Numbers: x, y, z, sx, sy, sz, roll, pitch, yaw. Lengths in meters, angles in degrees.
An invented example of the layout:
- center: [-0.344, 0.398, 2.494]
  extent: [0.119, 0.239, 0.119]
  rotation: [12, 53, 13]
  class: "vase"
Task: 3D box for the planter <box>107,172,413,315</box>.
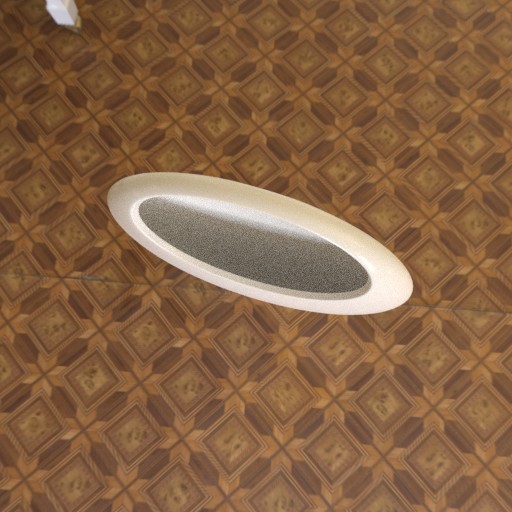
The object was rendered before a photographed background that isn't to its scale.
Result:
- center: [0.000, 0.000, 0.272]
  extent: [0.185, 0.188, 0.043]
  rotation: [17, 76, 4]
  class: "planter"
